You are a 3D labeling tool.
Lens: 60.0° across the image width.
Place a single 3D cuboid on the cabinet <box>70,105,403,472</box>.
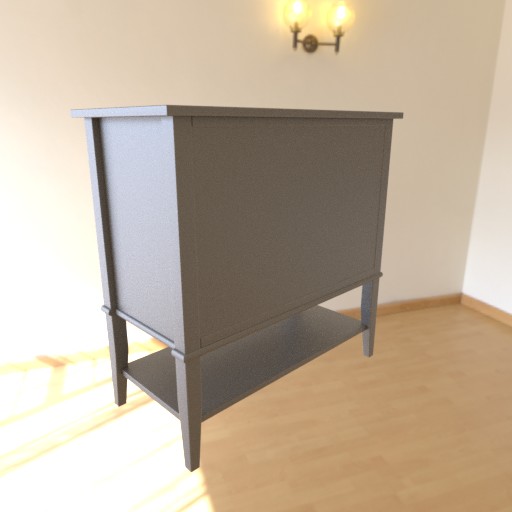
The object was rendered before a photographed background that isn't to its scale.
[{"bbox_3d":[0.000,0.000,1.255,0.801,0.780,0.396,-16,23,-42],"label":"cabinet"}]
